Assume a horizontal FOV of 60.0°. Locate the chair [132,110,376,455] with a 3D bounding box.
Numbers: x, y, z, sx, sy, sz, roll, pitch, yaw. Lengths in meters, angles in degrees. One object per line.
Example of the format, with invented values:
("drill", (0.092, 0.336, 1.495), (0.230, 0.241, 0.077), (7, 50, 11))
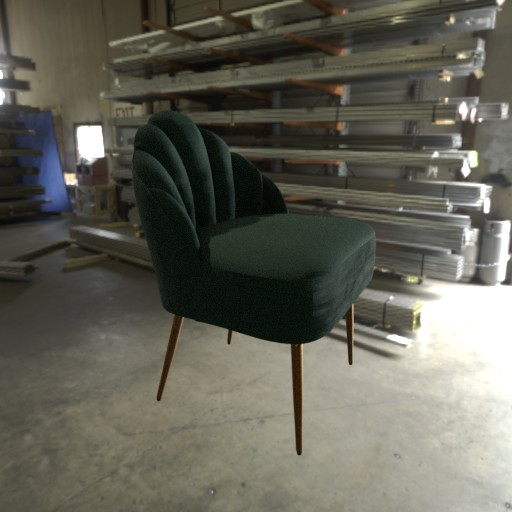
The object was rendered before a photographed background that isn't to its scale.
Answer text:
("chair", (0.000, 0.000, 1.283), (0.599, 0.819, 0.657), (7, 16, 25))
